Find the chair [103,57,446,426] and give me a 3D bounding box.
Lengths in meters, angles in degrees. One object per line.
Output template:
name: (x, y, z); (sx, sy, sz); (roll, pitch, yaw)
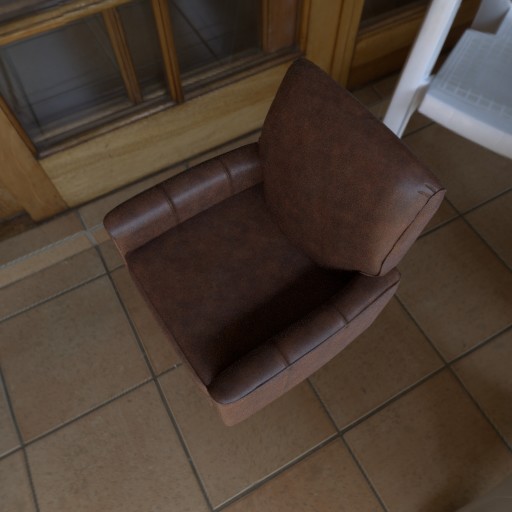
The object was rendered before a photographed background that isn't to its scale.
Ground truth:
chair: (0.000, 0.000, 1.626); (0.850, 1.010, 0.839); (-32, 67, -15)
